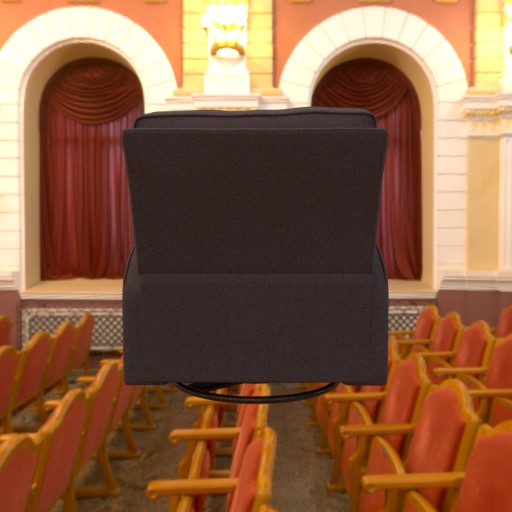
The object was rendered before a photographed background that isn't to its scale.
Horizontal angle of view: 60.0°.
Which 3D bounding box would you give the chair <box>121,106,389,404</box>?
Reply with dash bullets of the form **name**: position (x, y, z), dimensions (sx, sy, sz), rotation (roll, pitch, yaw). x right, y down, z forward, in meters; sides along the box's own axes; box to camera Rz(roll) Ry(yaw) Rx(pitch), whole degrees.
- **chair**: position (0.000, 0.000, 1.701), dimensions (0.861, 0.962, 0.964), rotation (0, 1, 0)
